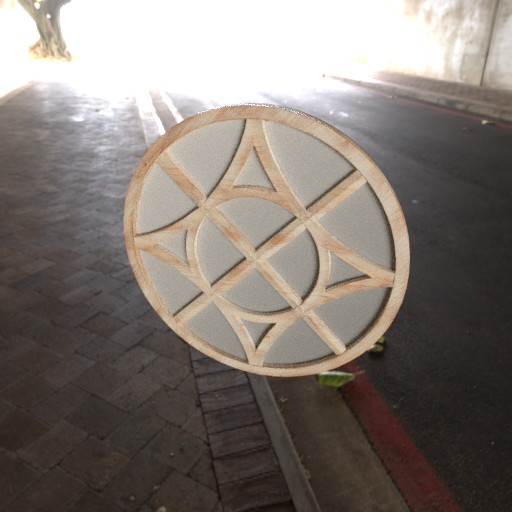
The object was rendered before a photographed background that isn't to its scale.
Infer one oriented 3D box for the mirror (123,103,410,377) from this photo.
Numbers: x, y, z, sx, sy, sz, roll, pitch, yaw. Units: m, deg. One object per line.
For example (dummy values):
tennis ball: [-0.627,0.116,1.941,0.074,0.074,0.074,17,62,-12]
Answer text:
mirror: [0.000,0.000,1.085,0.710,0.710,0.038,8,28,16]
